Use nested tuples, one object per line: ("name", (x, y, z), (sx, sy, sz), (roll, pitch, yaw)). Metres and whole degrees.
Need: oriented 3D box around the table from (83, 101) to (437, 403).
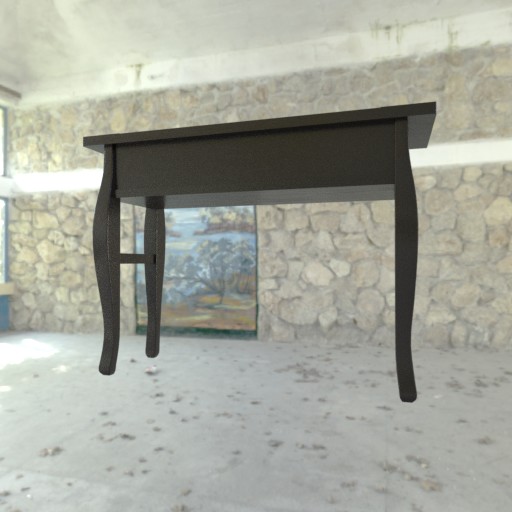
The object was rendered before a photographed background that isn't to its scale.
("table", (0.000, 0.000, 1.436), (1.062, 0.768, 0.373), (0, -1, 17))
